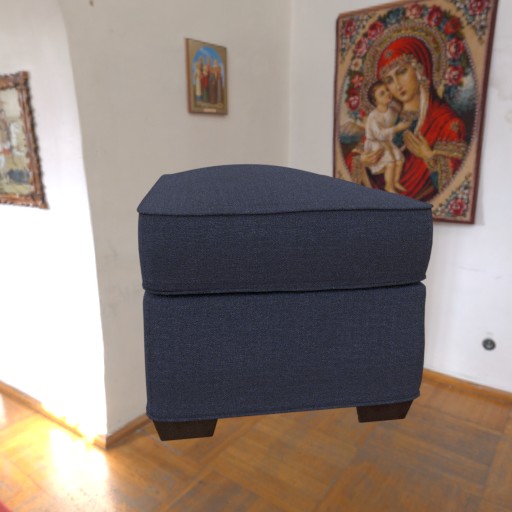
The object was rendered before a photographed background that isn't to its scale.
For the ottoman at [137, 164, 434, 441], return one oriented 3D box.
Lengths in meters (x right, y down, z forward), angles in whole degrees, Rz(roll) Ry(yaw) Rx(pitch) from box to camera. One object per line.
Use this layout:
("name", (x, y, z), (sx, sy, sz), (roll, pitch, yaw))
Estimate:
("ottoman", (0.000, 0.000, 1.150), (0.505, 0.453, 0.895), (-2, 15, -8))
